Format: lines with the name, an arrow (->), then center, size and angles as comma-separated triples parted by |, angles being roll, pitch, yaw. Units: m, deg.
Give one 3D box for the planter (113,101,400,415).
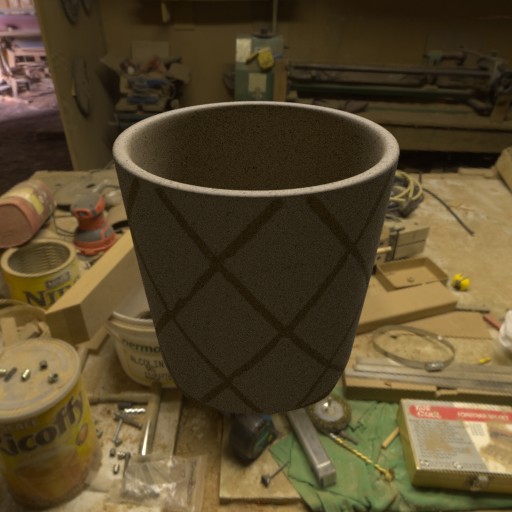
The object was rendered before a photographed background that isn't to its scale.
planter -> 0.000, 0.000, 0.427 | 0.228, 0.235, 0.228 | 0, 33, 0
